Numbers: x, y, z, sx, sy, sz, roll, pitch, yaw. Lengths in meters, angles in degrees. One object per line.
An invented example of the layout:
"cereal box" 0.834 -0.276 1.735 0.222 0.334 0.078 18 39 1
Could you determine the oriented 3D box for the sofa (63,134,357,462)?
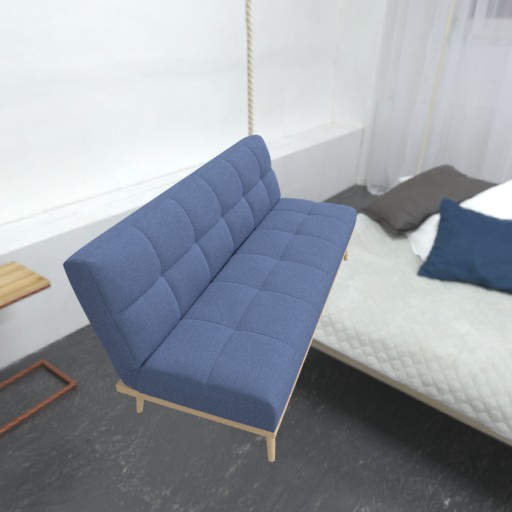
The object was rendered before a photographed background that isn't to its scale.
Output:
"sofa" 0.000 0.000 2.300 0.796 0.800 1.800 10 31 17
